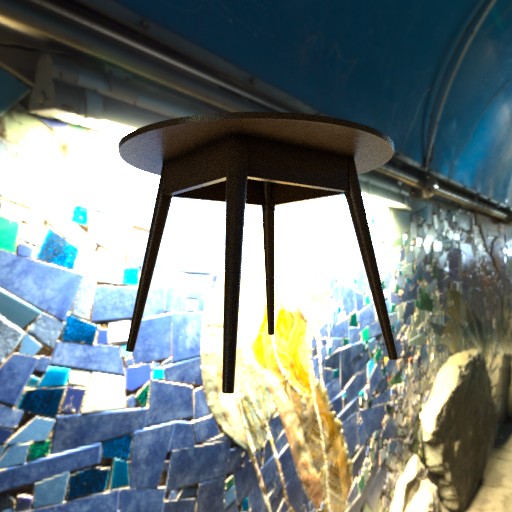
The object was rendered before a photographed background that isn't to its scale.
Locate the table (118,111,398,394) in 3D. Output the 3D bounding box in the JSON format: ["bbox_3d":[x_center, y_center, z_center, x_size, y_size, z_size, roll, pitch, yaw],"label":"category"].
[{"bbox_3d":[0.000,0.000,1.757,1.053,0.786,1.053,0,-1,0],"label":"table"}]
